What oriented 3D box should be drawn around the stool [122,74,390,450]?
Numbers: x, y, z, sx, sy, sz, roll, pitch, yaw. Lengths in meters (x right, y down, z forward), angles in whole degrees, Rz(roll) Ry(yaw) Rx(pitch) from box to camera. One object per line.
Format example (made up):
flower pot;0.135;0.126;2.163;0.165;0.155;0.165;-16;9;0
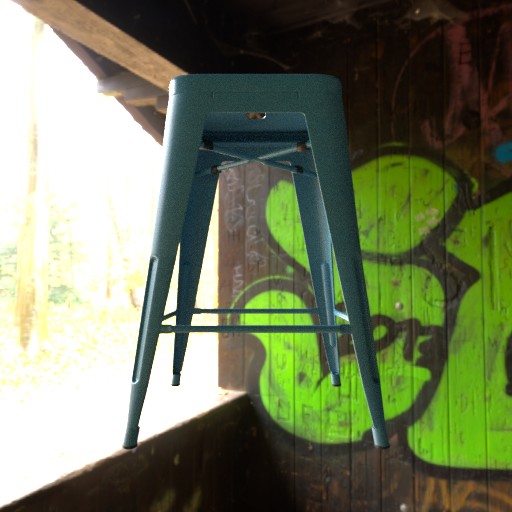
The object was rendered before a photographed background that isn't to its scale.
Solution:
stool;0.000;0.000;0.887;0.410;0.608;0.410;0;-3;0
